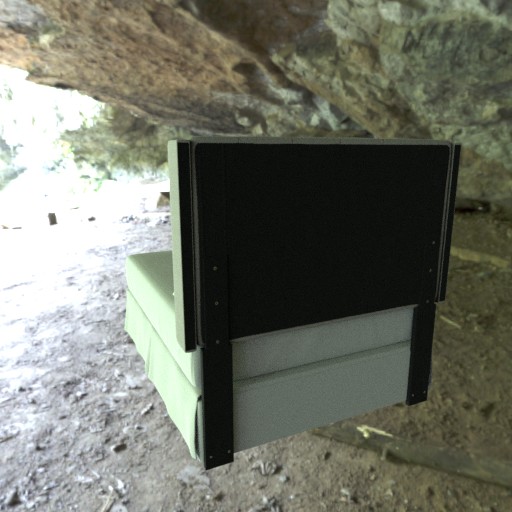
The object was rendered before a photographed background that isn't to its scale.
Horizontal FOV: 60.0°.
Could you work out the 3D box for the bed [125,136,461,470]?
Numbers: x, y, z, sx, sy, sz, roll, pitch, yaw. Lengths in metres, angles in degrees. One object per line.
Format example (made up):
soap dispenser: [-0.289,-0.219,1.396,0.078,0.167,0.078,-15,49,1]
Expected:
bed: [0.000,0.000,3.313,1.719,1.665,2.066,-6,15,-25]
